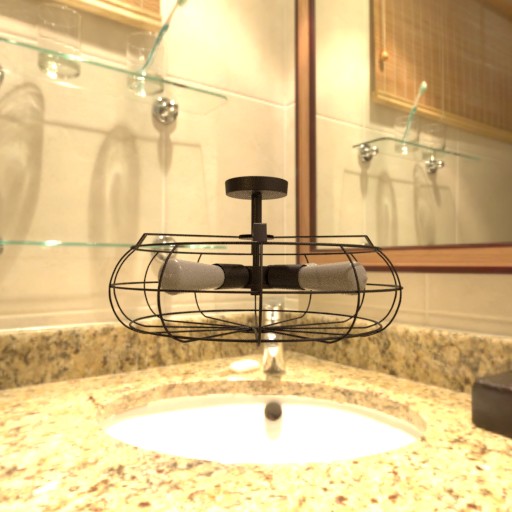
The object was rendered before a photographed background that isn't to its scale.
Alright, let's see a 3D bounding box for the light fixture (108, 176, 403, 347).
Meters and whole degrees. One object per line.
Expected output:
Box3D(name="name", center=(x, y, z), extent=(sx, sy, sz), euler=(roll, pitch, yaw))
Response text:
Box3D(name="light fixture", center=(0.000, 0.000, 0.923), extent=(0.582, 0.311, 0.582), euler=(0, -1, 0))
